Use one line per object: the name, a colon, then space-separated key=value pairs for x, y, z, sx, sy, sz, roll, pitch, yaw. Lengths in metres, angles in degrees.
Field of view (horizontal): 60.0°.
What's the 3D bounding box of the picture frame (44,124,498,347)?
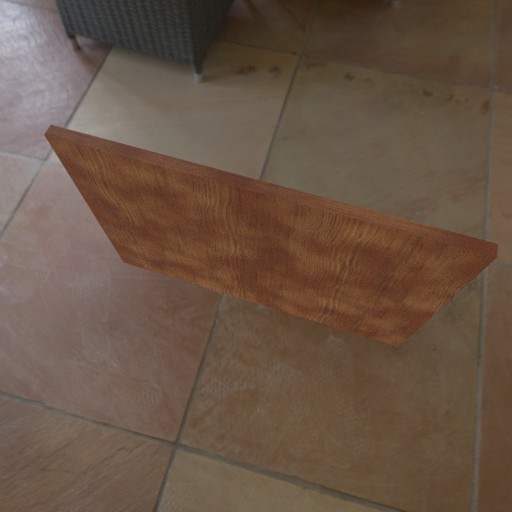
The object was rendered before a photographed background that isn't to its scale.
picture frame: x=0.000 y=0.000 z=1.180 sx=0.950 sy=0.640 sz=0.029 roll=16 pitch=65 yaw=8
